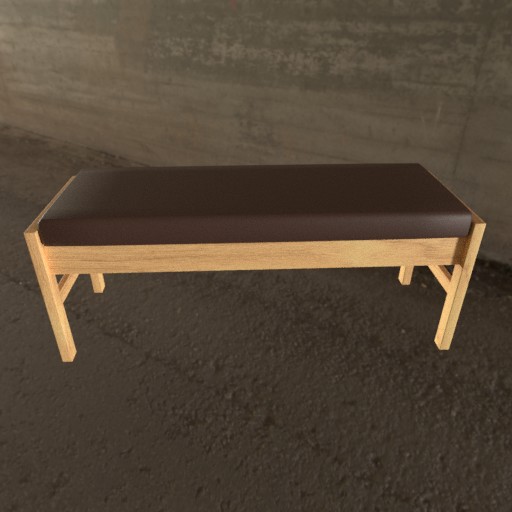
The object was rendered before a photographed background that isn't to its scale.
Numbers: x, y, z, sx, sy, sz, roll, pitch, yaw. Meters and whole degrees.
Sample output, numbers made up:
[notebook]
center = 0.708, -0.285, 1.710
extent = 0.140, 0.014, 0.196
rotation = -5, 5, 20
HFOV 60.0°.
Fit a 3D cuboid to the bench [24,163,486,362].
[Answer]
[bench]
center = 0.000, 0.000, 1.425
extent = 1.200, 0.480, 0.405
rotation = -1, 31, -2
